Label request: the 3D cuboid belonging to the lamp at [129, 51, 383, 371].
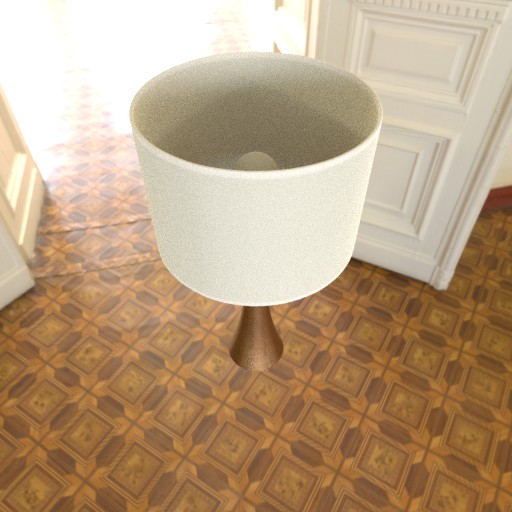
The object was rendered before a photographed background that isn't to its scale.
[{"bbox_3d":[0.000,0.000,0.647,0.268,0.479,0.268,24,50,21],"label":"lamp"}]
